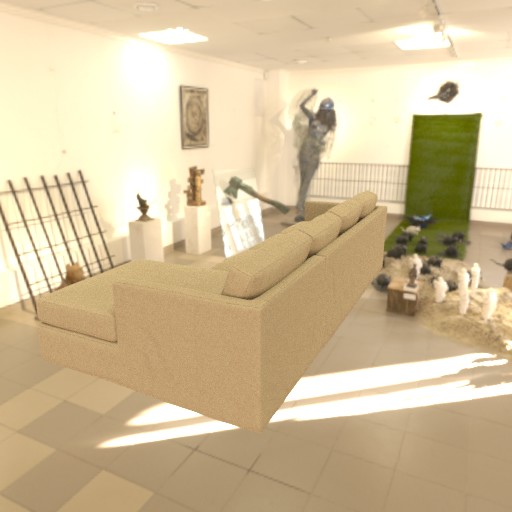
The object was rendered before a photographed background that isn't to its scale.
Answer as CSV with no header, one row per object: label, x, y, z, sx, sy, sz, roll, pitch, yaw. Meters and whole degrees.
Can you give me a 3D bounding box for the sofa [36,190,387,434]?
sofa,0.000,0.000,3.835,1.622,0.867,3.177,8,18,25
